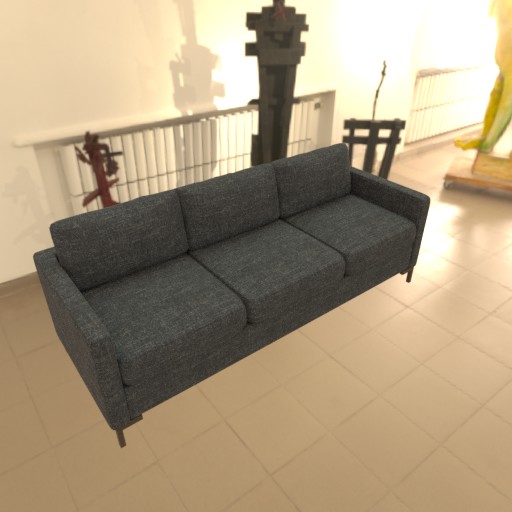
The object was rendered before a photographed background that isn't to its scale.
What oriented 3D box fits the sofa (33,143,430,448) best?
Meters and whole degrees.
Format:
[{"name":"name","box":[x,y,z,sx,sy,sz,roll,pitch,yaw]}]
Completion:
[{"name":"sofa","box":[0.000,0.000,2.641,2.218,0.874,0.859,-22,38,-31]}]
